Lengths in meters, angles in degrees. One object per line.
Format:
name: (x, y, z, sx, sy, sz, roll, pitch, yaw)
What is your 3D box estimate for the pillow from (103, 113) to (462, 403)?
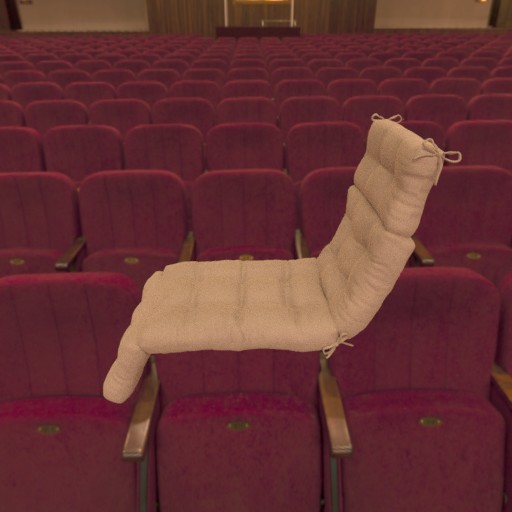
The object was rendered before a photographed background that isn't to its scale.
pillow: (0.000, 0.000, 1.483, 1.016, 0.863, 0.526, 0, 26, -1)
